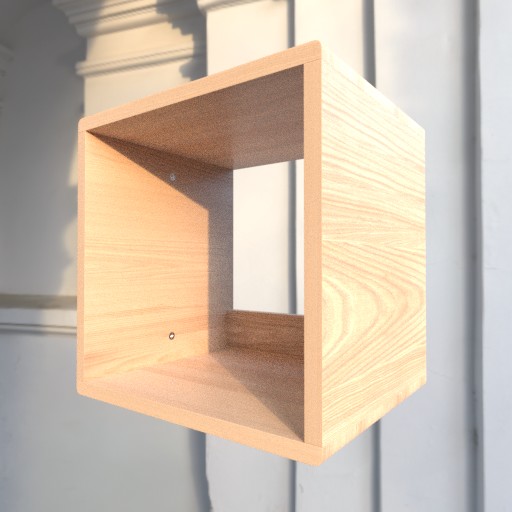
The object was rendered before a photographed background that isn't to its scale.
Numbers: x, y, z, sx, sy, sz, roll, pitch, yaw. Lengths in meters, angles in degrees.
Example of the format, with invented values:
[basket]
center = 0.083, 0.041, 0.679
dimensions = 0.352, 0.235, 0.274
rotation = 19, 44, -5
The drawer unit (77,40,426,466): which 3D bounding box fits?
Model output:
[drawer unit]
center = 0.000, 0.000, 0.572
dimensions = 0.344, 0.344, 0.290
rotation = -1, -1, 36
